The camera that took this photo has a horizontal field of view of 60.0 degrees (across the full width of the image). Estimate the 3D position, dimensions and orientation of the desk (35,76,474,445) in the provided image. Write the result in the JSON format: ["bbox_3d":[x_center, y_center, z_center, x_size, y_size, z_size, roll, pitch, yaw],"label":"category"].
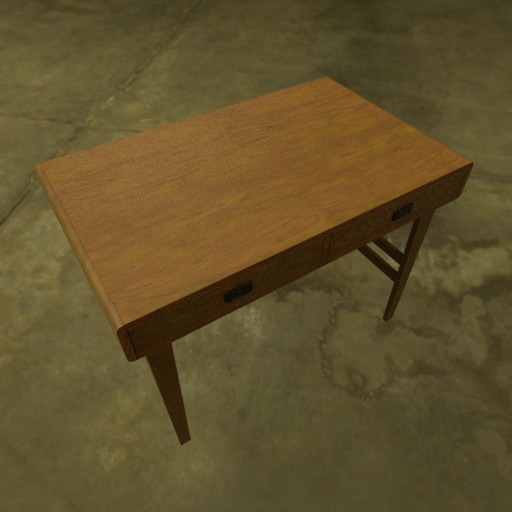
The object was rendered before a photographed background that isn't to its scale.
[{"bbox_3d":[0.000,0.000,1.522,1.066,0.754,0.660,-25,51,-22],"label":"desk"}]
